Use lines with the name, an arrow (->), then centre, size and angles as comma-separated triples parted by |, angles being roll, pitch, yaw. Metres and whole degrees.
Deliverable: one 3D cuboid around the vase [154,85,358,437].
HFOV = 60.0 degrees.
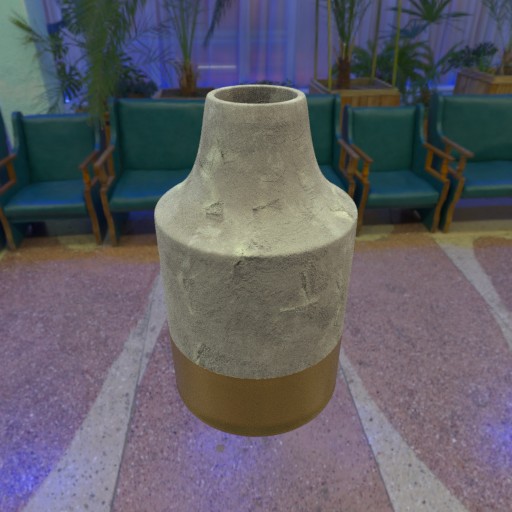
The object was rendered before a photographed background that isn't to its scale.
vase -> 0.000, 0.000, 0.434 | 0.184, 0.305, 0.184 | 0, 31, 0
